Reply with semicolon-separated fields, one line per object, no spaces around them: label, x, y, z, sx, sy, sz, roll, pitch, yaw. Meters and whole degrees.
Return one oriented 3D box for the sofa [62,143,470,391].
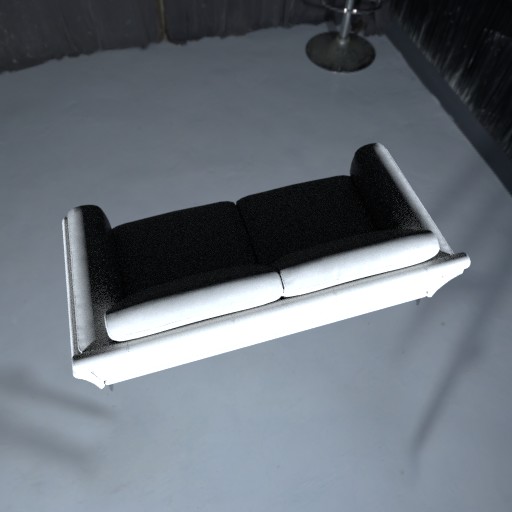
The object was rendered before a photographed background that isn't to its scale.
sofa;0.000;0.000;2.610;2.101;0.930;1.049;-14;58;-9
